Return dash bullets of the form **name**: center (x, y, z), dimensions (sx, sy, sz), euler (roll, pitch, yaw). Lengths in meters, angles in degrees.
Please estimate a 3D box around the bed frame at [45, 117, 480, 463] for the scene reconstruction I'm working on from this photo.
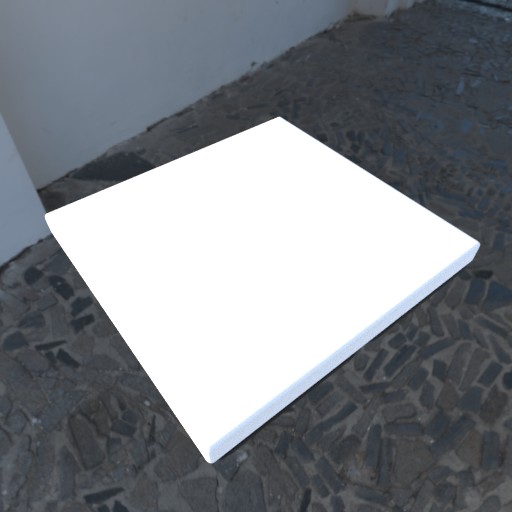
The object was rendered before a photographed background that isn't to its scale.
- **bed frame**: center (0.000, 0.000, 3.002), dimensions (2.033, 0.525, 1.935), euler (-30, 54, -25)
